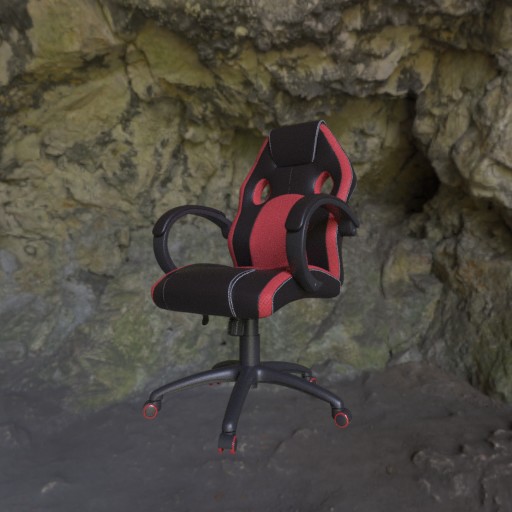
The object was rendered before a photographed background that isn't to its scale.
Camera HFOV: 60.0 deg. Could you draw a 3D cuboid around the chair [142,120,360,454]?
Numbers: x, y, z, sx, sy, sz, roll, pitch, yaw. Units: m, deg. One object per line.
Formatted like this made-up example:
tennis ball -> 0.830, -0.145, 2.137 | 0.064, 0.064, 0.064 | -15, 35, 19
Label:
chair -> 0.000, 0.000, 1.717 | 0.750, 1.189, 0.783 | 0, 0, 35
